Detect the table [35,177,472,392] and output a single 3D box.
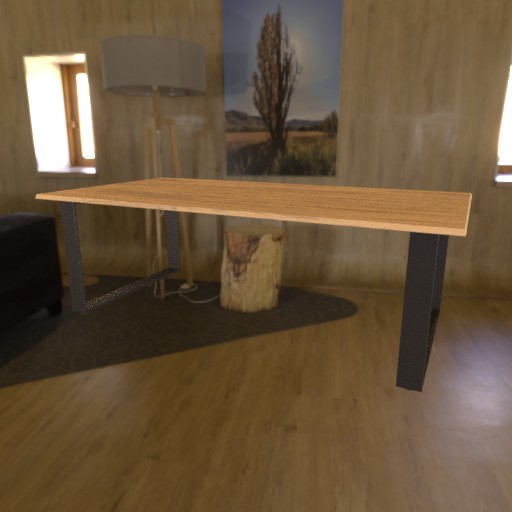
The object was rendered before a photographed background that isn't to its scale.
[{"bbox_3d":[0.000,0.000,1.579,1.331,0.445,0.693,7,17,25],"label":"table"}]
